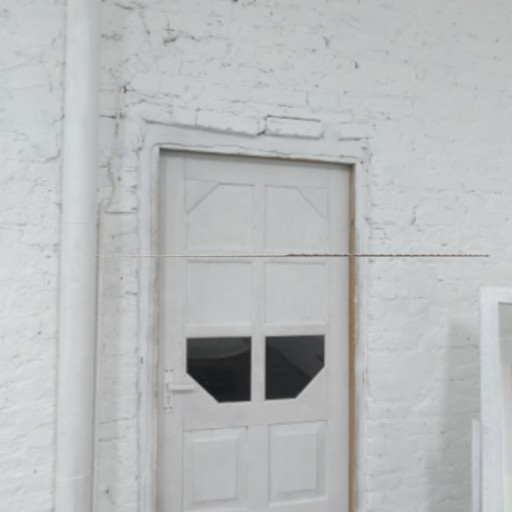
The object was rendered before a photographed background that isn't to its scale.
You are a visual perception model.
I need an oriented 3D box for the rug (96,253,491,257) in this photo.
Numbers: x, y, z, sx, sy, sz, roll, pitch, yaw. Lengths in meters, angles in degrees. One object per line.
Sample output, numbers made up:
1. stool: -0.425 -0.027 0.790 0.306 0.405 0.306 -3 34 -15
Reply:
1. rug: 0.000 0.000 2.560 1.229 0.011 2.096 0 0 -36
